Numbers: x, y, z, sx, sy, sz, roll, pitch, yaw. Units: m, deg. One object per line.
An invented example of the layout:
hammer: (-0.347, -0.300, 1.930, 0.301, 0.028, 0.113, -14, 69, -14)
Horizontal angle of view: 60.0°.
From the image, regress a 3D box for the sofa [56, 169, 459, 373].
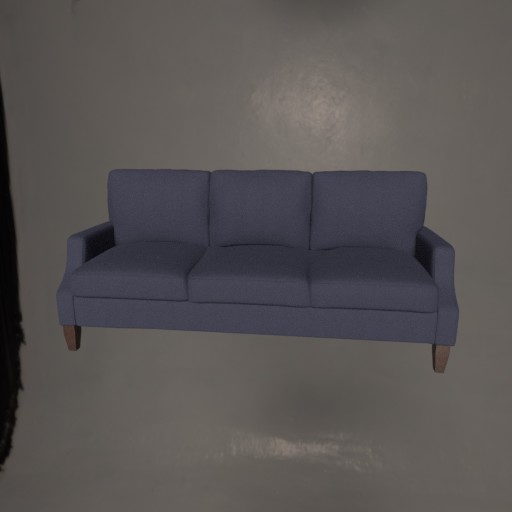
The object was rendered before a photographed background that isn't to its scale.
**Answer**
sofa: (0.000, 0.000, 2.643, 2.115, 0.984, 0.888, 2, 14, 7)
